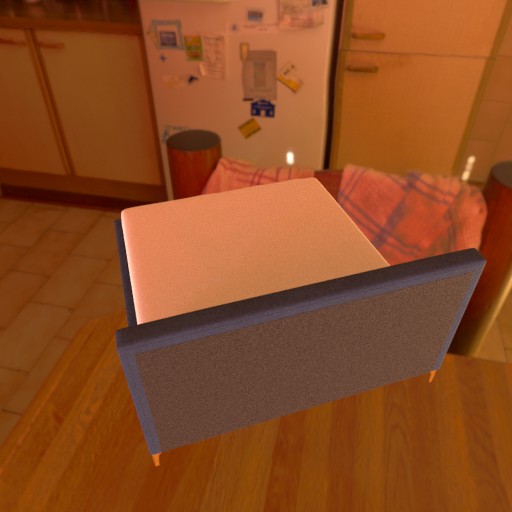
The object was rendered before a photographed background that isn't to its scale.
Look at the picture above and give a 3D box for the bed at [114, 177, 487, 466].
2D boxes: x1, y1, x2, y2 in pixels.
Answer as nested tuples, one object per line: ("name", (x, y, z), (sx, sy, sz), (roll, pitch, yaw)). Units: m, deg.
("bed", (0.000, 0.000, 3.479), (2.096, 1.231, 2.232), (-12, 41, -14))
